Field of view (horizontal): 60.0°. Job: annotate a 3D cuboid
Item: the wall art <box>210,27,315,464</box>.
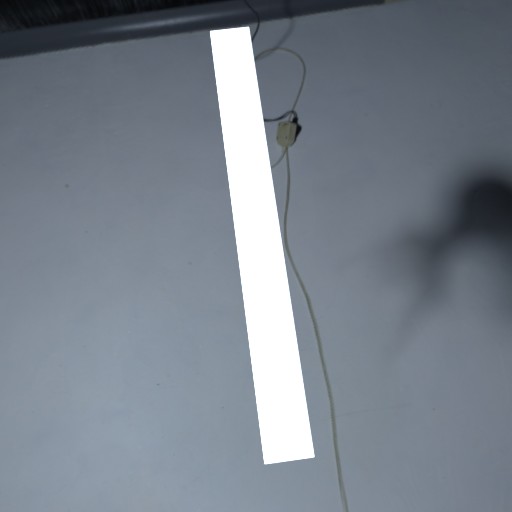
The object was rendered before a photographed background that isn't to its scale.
[{"bbox_3d":[0.000,0.000,0.498,0.038,0.259,0.381,-7,75,-2],"label":"wall art"}]
